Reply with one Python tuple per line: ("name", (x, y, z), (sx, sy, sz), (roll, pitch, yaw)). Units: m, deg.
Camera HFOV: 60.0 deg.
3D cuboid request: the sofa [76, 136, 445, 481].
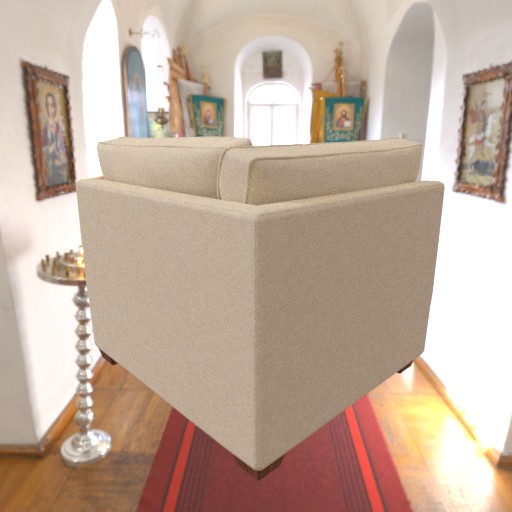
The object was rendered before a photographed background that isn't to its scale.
("sofa", (0.000, 0.000, 1.912), (1.084, 1.002, 1.146), (-14, 21, -42))
